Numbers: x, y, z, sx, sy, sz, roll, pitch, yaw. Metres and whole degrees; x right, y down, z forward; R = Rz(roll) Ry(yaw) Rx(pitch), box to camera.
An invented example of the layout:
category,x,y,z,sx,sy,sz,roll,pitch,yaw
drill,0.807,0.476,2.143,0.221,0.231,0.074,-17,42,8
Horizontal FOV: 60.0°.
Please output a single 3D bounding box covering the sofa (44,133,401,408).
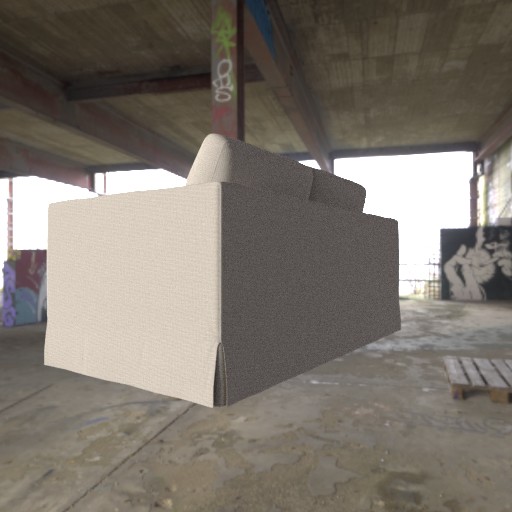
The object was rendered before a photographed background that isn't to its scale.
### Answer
category,x,y,z,sx,sy,sz,roll,pitch,yaw
sofa,0.000,0.000,2.367,1.009,0.932,1.813,0,0,35
